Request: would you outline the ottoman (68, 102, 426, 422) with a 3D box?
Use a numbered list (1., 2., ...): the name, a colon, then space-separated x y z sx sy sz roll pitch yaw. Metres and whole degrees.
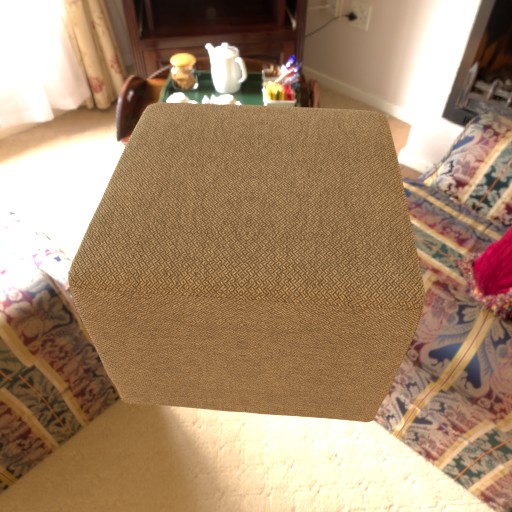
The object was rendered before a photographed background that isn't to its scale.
1. ottoman: 0.000 0.000 0.913 0.519 0.453 0.512 3 48 3
